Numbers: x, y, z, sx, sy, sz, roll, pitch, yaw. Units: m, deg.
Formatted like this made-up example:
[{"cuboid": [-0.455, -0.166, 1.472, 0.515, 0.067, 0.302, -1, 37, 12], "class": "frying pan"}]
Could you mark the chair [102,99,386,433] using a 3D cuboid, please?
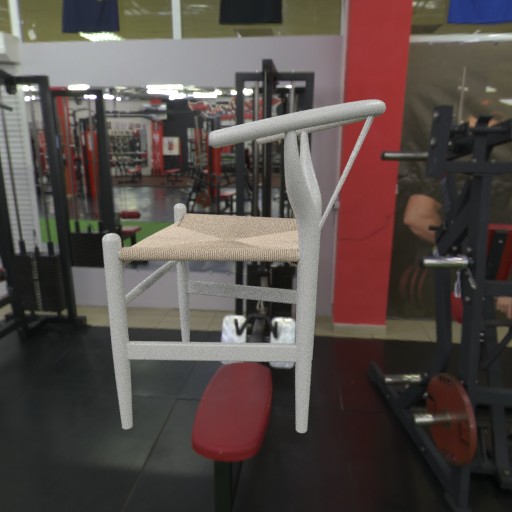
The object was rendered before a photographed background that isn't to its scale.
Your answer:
[{"cuboid": [0.000, 0.000, 1.118, 0.579, 0.730, 0.569, 2, 15, 9], "class": "chair"}]
